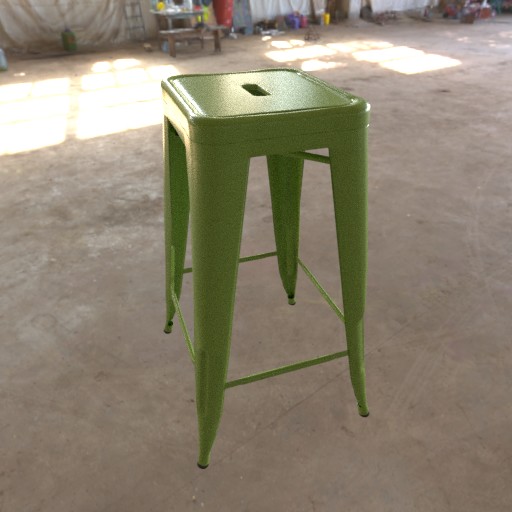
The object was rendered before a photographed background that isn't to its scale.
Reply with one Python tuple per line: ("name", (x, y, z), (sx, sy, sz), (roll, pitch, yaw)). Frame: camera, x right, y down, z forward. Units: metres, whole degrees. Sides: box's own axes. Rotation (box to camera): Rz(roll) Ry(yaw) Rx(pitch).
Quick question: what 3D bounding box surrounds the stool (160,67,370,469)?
("stool", (0.000, 0.000, 0.839), (0.358, 0.609, 0.398), (-11, 35, -16))
